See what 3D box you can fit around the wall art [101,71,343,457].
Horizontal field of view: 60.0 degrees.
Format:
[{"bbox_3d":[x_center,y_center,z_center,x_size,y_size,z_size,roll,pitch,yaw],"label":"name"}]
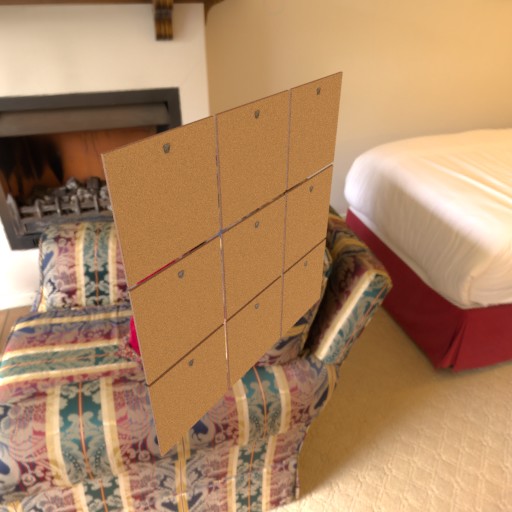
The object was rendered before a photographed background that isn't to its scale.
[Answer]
[{"bbox_3d":[0.000,0.000,2.256,0.019,1.532,1.533,22,39,30],"label":"wall art"}]
